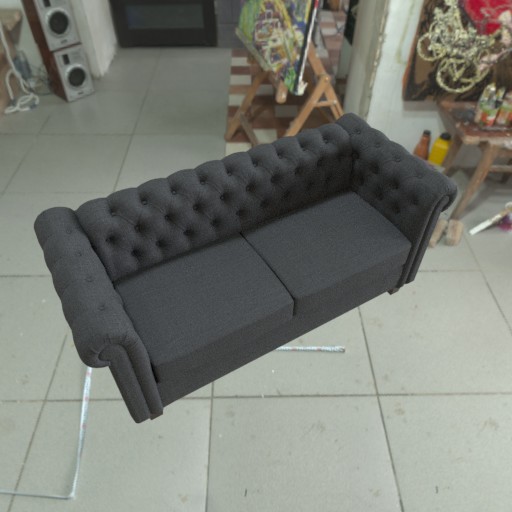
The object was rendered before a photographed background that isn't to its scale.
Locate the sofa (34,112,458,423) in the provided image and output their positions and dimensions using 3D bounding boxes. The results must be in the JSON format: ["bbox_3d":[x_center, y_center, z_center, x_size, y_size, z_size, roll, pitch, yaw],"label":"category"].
[{"bbox_3d":[0.000,0.000,2.235,1.798,0.797,0.783,-23,50,-20],"label":"sofa"}]
